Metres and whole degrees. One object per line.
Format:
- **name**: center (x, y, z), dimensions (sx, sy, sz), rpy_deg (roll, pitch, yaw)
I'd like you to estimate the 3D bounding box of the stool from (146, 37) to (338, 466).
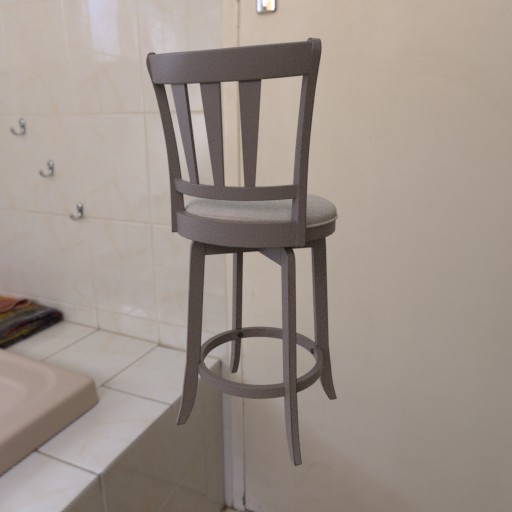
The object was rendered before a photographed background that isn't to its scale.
- **stool**: center (0.000, 0.000, 1.231), dimensions (0.436, 1.023, 0.475), rpy_deg (8, 18, 25)
